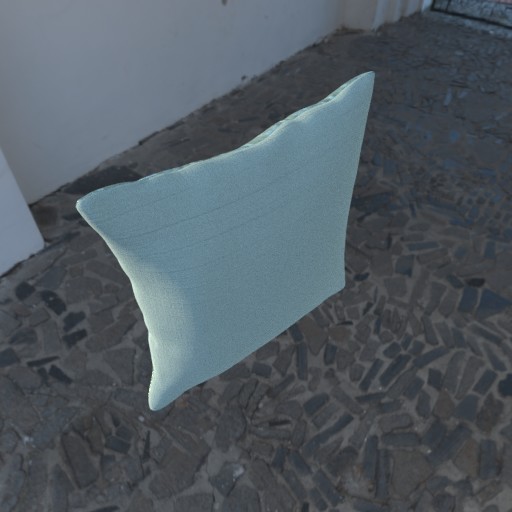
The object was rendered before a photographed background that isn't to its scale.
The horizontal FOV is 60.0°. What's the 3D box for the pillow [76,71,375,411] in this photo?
[{"bbox_3d":[0.000,0.000,0.709,0.470,0.464,0.175,-30,53,-26],"label":"pillow"}]
